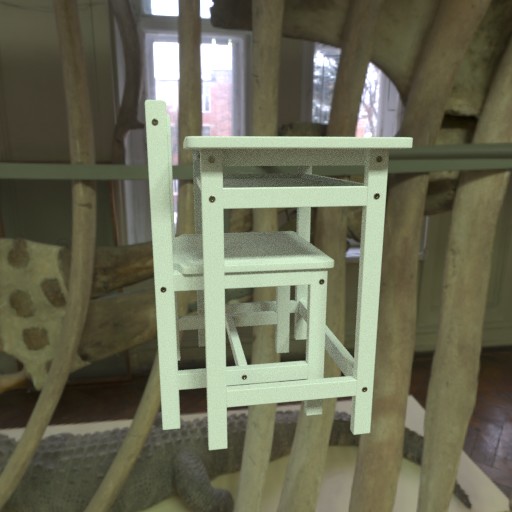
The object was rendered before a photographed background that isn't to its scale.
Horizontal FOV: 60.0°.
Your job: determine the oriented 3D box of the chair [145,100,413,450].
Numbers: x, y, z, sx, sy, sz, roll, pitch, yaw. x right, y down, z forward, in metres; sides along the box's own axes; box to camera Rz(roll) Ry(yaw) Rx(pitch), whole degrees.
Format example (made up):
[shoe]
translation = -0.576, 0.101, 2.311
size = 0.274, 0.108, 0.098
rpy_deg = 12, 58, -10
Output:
[chair]
translation = 0.000, 0.000, 1.072
size = 0.461, 0.673, 0.599
rpy_deg = -2, 14, -9
